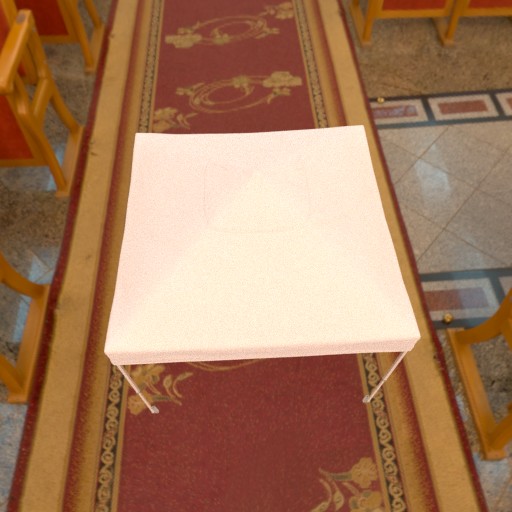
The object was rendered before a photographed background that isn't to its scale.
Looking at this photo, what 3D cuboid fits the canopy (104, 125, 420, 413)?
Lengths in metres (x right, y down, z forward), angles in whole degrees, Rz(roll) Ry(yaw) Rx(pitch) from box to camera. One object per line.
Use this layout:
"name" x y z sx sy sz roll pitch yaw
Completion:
"canopy" 0.000 0.000 5.576 2.998 2.997 2.996 -2 57 -2
